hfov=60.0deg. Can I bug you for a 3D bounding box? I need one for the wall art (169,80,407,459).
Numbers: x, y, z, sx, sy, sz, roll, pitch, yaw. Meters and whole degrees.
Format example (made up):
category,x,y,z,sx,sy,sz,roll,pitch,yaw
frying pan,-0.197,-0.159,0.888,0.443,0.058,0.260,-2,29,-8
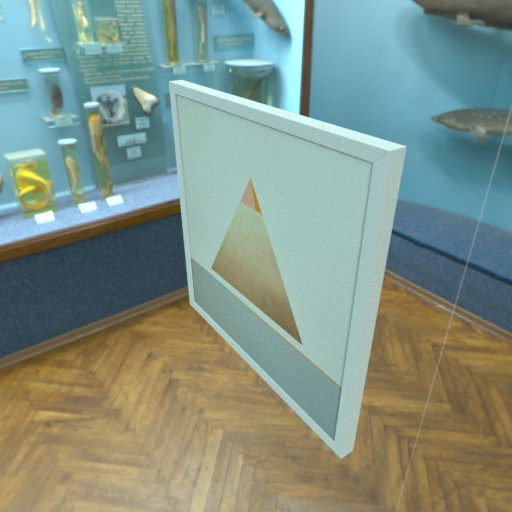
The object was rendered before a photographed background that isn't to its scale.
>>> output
category,x,y,z,sx,sy,sz,roll,pitch,yaw
wall art,0.000,0.000,1.161,0.041,0.765,0.768,-20,36,-30
